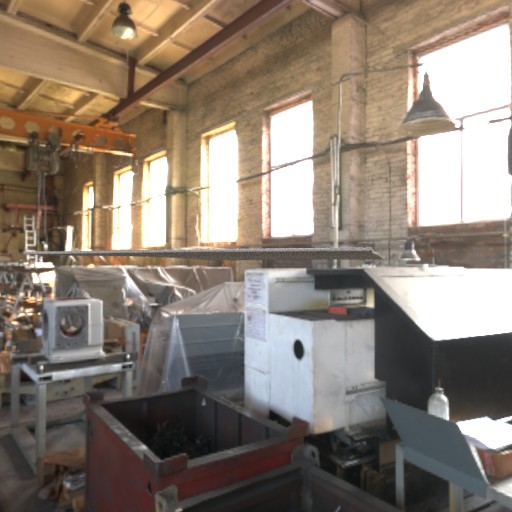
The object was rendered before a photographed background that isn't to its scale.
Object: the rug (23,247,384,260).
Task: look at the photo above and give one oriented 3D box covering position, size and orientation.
[{"bbox_3d":[0.000,0.000,2.953,1.604,0.030,2.307,0,-1,17],"label":"rug"}]
